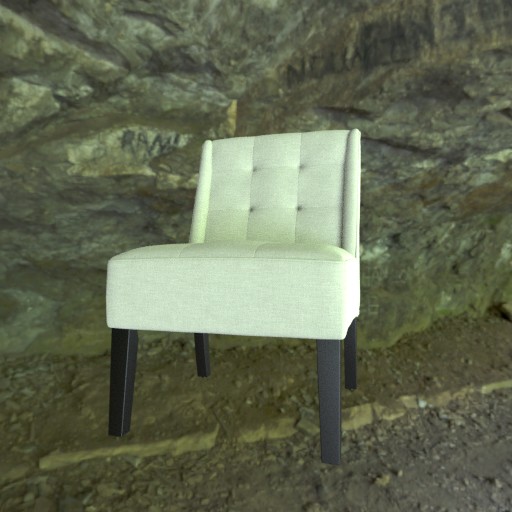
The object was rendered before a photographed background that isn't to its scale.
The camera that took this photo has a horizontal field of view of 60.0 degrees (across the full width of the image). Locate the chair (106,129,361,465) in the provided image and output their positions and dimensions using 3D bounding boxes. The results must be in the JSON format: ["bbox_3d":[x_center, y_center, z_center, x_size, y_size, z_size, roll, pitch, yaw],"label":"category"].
[{"bbox_3d":[0.000,0.000,1.280,0.569,0.853,0.676,0,0,16],"label":"chair"}]
